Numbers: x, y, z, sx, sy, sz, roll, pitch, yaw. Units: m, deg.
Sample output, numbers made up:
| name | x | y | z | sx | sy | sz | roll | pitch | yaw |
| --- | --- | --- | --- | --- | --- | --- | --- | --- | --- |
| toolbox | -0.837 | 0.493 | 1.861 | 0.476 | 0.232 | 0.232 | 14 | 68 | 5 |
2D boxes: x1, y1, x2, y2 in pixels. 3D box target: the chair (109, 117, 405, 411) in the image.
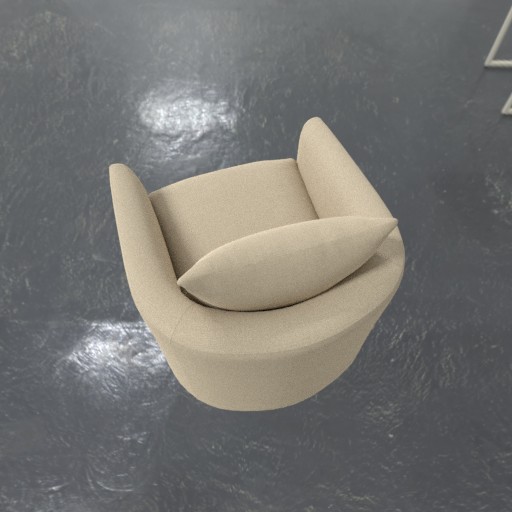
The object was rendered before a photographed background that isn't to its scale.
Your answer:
| name | x | y | z | sx | sy | sz | roll | pitch | yaw |
| --- | --- | --- | --- | --- | --- | --- | --- | --- | --- |
| chair | 0.000 | 0.000 | 1.562 | 0.845 | 0.848 | 0.910 | -16 | 59 | -10 |
